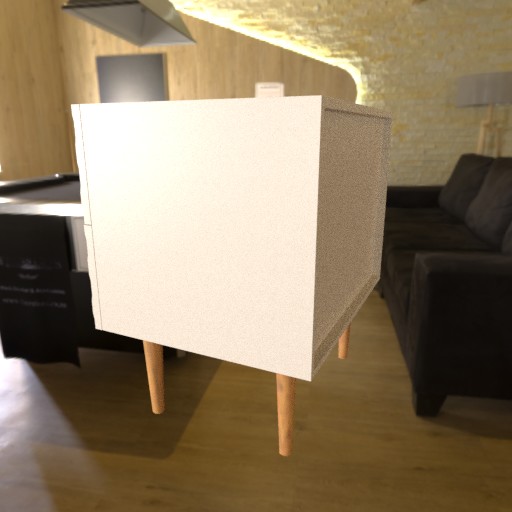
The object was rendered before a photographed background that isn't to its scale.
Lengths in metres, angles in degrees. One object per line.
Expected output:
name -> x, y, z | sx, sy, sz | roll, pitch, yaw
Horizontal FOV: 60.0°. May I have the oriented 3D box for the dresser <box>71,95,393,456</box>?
dresser -> 0.000, 0.000, 0.901 | 0.414, 0.568, 0.503 | 7, 17, 25
